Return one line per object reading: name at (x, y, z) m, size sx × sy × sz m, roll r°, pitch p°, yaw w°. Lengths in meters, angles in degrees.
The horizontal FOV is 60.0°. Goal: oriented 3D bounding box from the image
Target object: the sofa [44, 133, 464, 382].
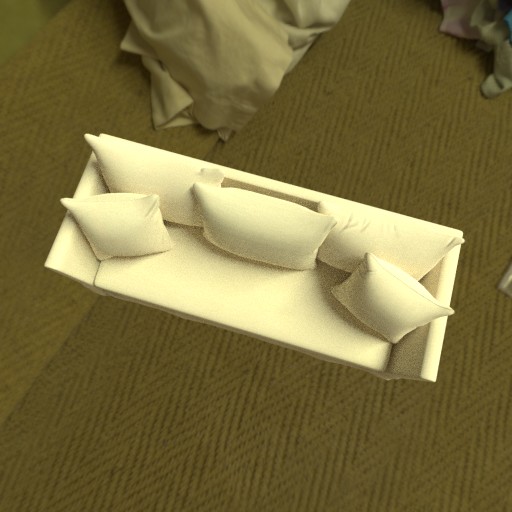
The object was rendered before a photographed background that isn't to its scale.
sofa at (0.000, 0.000, 3.009) m, size 2.484 × 1.042 × 1.030 m, roll 16°, pitch 76°, yaw 4°
